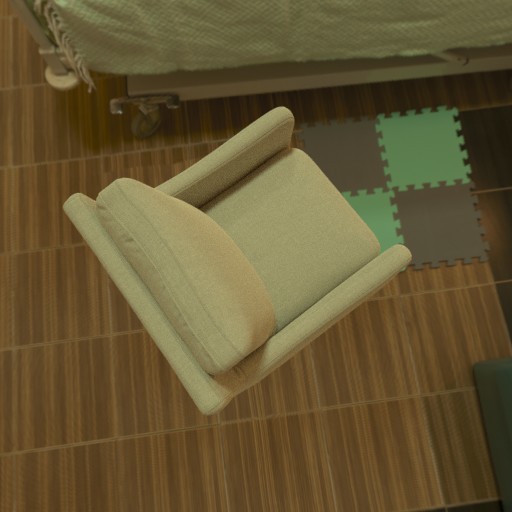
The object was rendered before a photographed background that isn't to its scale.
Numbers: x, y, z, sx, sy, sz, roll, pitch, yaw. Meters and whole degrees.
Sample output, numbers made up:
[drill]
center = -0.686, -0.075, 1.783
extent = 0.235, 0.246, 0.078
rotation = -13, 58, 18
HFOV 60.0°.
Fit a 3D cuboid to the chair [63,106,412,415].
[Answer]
[chair]
center = 0.000, 0.000, 1.393
extent = 0.694, 0.914, 0.626
rotation = -36, 79, -8
